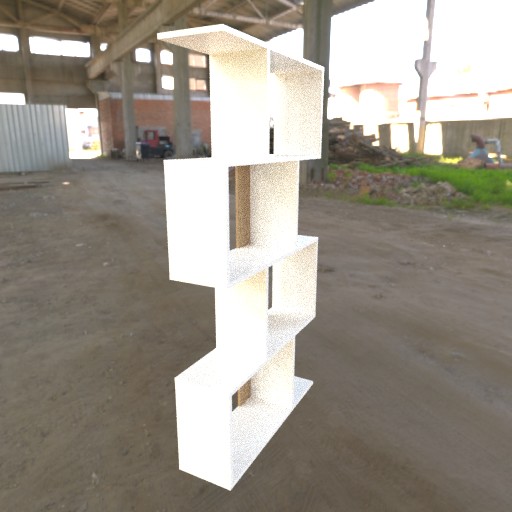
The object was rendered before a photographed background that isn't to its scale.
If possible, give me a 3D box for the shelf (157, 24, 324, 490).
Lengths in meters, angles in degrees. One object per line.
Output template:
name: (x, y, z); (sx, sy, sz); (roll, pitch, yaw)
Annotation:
shelf: (0.000, 0.000, 1.954); (0.250, 1.650, 0.890); (8, 16, 27)
